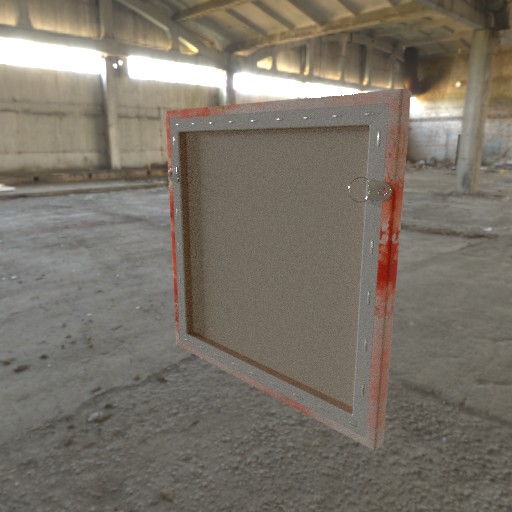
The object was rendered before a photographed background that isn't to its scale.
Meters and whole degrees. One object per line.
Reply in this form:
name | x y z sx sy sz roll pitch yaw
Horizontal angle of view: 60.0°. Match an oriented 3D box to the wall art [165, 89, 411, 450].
wall art | 0.000 0.000 1.136 0.064 0.746 0.747 -14 19 -43
